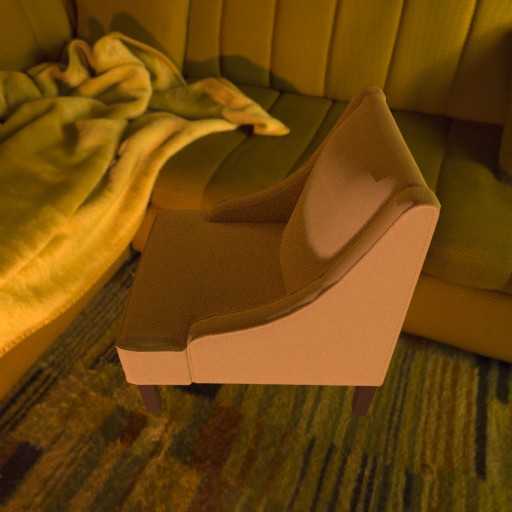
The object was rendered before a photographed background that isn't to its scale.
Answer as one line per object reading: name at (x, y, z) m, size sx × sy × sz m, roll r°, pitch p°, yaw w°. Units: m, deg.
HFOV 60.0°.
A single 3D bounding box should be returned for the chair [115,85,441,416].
chair at (0.000, 0.000, 1.461) m, size 0.806 × 0.886 × 0.689 m, roll 1°, pitch 41°, yaw 1°
